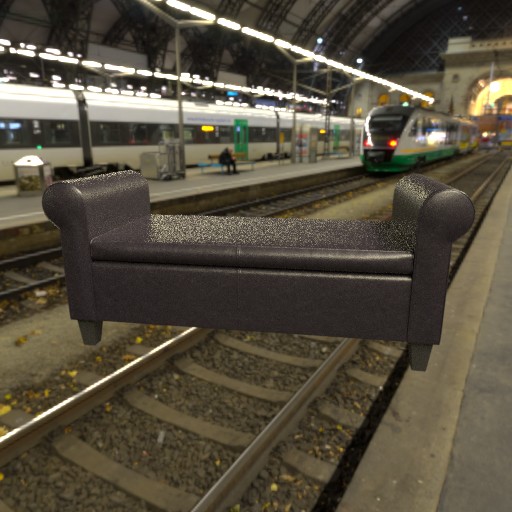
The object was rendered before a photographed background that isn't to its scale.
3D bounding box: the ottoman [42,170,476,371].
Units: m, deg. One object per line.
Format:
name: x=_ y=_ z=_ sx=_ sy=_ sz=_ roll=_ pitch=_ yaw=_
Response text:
ottoman: x=0.000 y=0.000 z=1.558 sx=1.256 sy=0.547 sz=0.521 roll=2 pitch=15 yaw=9
